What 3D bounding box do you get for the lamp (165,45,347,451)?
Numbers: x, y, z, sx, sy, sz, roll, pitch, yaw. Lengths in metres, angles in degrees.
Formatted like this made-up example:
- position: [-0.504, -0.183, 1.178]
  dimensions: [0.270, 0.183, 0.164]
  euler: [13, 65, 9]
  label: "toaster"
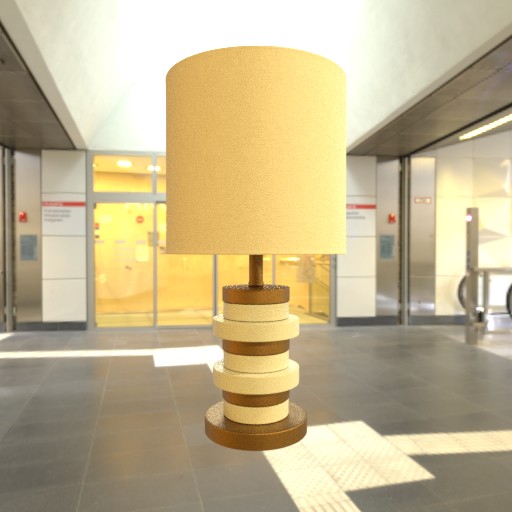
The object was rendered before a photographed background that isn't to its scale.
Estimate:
- position: [0.000, 0.000, 0.525]
  dimensions: [0.210, 0.410, 0.210]
  euler: [-1, 1, -35]
  label: "lamp"
